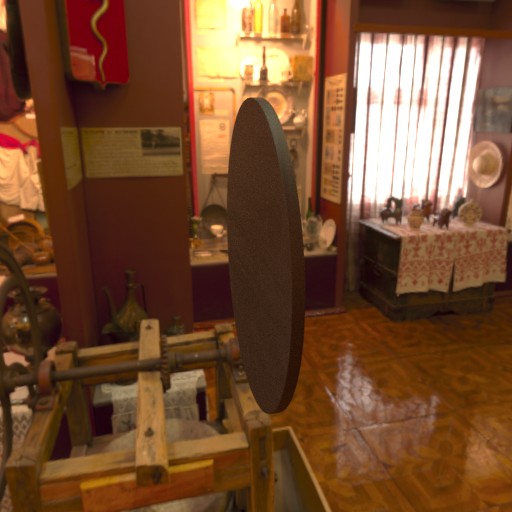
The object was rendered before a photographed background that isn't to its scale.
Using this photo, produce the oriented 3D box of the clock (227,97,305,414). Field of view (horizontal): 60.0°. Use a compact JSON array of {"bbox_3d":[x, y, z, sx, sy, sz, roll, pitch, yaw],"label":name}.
[{"bbox_3d":[0.000,0.000,0.884,0.029,0.595,0.595,-4,17,-12],"label":"clock"}]
